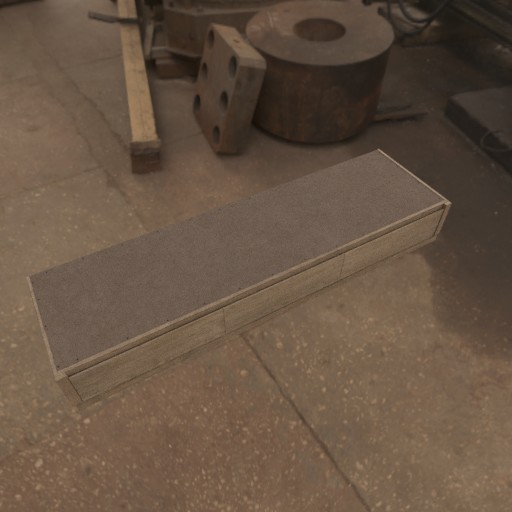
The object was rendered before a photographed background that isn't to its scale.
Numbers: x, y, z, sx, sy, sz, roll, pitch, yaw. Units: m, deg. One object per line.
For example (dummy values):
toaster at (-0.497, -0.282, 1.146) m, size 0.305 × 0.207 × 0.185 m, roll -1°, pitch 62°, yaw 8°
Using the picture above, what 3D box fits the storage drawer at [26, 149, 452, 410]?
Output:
storage drawer at (0.000, 0.000, 2.290) m, size 2.072 × 0.274 × 0.591 m, roll -23°, pitch 51°, yaw -20°
